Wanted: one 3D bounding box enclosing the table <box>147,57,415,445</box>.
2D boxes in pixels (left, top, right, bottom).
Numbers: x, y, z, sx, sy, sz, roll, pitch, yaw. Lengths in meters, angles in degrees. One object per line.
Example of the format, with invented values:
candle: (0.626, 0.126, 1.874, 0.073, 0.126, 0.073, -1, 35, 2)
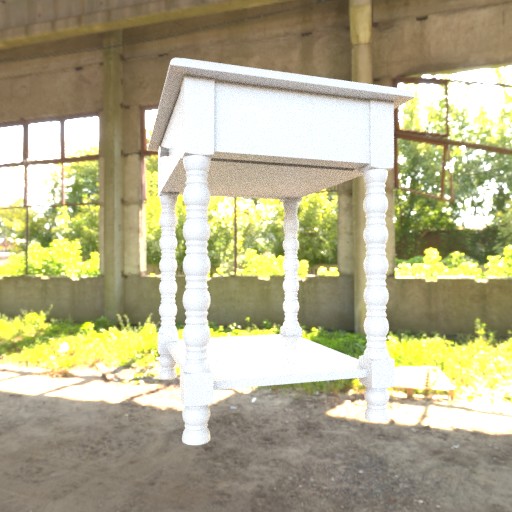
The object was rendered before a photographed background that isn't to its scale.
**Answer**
table: (0.000, 0.000, 0.855, 0.381, 0.531, 0.460, 0, -1, -17)
